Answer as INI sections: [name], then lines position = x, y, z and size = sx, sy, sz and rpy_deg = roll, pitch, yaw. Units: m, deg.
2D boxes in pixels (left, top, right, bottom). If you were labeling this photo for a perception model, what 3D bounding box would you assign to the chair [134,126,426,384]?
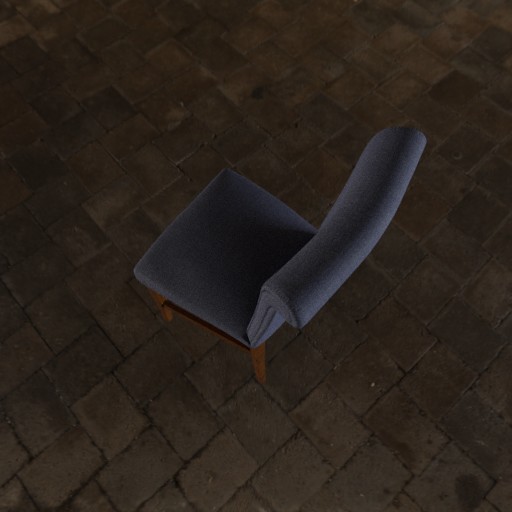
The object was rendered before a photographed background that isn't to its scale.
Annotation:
[chair]
position = 0.000, 0.000, 1.357
size = 0.608, 0.988, 0.513
rpy_deg = 32, 68, 15
